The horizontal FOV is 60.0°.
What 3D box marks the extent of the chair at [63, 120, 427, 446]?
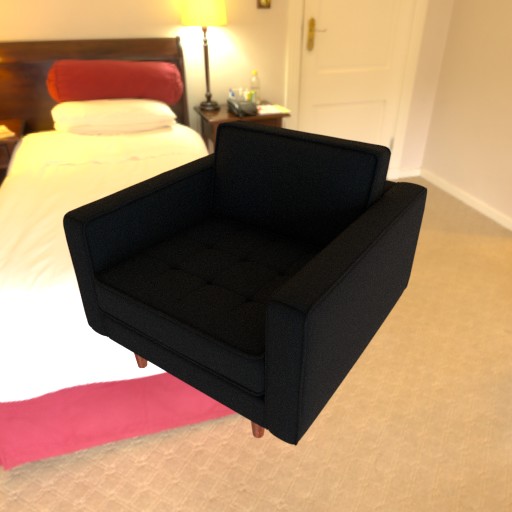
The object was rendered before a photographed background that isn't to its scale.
[{"bbox_3d":[0.000,0.000,1.580,0.899,0.770,0.920,20,36,29],"label":"chair"}]
